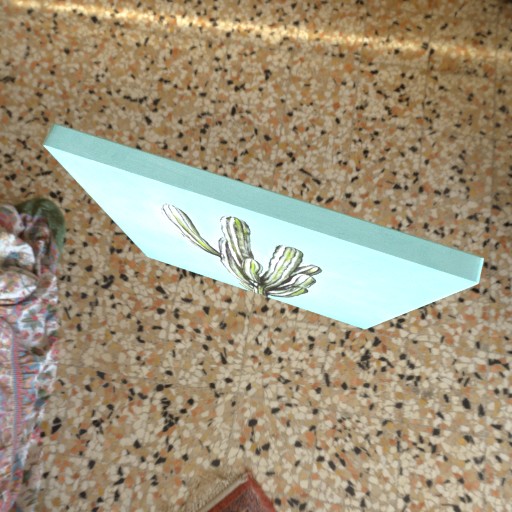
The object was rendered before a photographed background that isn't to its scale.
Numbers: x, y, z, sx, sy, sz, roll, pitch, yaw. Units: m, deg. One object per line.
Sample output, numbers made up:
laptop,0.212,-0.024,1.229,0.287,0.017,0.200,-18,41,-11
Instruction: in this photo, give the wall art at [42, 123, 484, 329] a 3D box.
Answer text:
wall art,0.000,0.000,1.110,0.765,0.766,0.054,18,76,5
